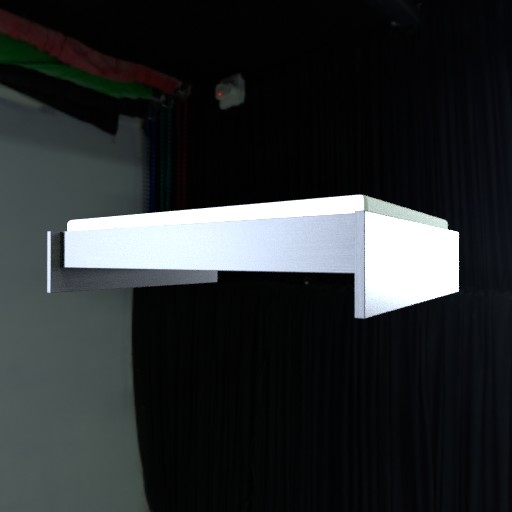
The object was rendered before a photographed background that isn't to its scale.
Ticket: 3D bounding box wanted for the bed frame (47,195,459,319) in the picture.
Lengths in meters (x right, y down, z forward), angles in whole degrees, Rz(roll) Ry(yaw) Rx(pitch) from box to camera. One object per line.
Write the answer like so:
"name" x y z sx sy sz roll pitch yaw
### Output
"bed frame" 0.000 0.000 2.645 1.950 0.432 1.490 0 0 35
